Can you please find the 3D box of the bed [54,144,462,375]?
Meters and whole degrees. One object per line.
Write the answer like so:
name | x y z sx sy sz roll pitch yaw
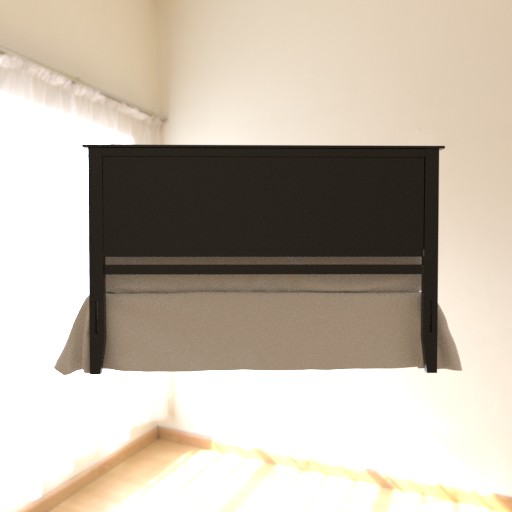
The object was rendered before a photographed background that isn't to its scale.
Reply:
bed | 0.000 0.000 3.548 2.315 1.271 2.219 0 1 -1
